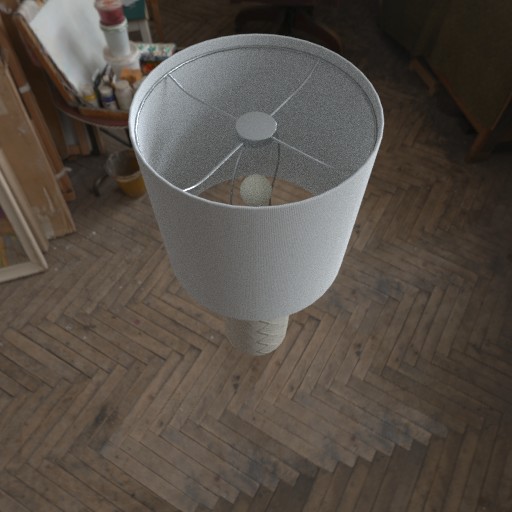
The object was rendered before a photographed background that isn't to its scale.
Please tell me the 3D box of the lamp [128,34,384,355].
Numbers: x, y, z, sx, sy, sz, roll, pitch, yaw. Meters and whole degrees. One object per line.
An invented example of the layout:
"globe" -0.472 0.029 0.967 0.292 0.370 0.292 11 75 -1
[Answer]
"lamp" 0.000 0.000 0.557 0.207 0.461 0.207 32 64 18
